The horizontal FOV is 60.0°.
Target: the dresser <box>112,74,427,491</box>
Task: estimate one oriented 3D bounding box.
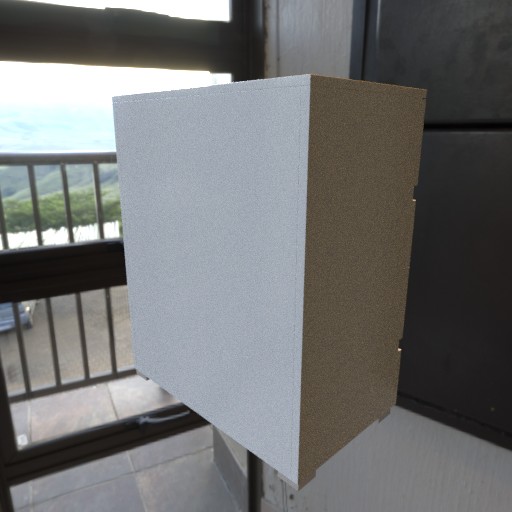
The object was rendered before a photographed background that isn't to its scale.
[{"bbox_3d":[0.000,0.000,1.157,0.400,0.800,0.650,-15,22,-42],"label":"dresser"}]
